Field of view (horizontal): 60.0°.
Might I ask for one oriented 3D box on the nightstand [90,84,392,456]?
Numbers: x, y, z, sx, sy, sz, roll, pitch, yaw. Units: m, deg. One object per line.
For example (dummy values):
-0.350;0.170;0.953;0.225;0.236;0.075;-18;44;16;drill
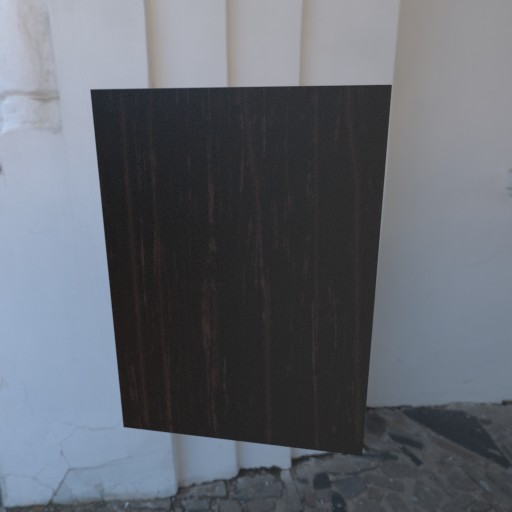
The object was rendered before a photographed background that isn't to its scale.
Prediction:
0.000;0.000;0.821;0.400;0.559;0.356;3;17;10;nightstand
